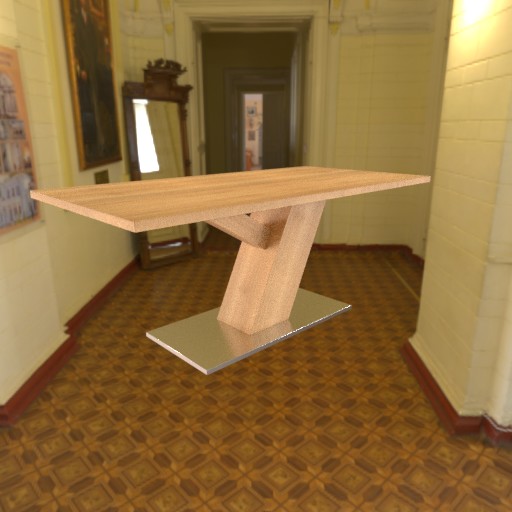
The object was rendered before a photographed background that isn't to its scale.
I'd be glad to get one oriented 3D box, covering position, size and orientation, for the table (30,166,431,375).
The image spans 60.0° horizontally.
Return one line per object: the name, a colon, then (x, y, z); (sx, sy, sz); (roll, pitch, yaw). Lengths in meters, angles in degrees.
table: (0.000, 0.000, 2.271); (1.800, 0.750, 0.900); (-15, 22, -41)
